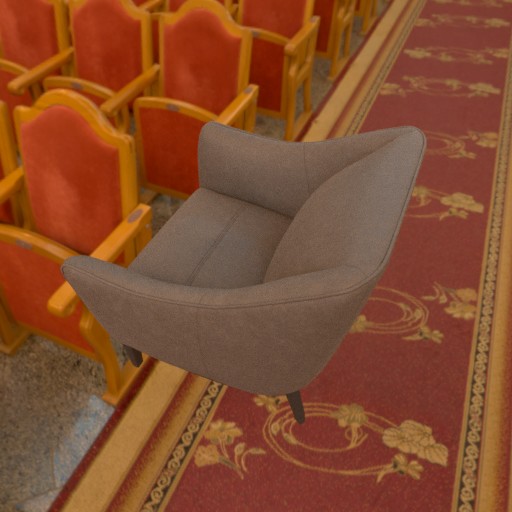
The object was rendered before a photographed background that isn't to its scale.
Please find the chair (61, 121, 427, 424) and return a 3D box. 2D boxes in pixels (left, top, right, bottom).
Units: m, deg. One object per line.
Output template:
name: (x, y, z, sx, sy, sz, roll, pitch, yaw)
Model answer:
chair: (0.000, 0.000, 1.511, 0.852, 0.830, 0.871, 18, 49, 16)
